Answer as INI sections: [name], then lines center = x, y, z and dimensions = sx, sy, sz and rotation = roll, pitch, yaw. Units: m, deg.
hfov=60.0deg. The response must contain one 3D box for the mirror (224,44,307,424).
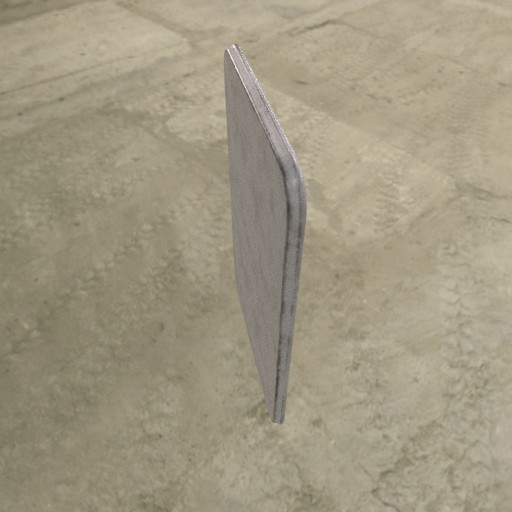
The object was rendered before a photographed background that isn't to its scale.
[mirror]
center = 0.000, 0.000, 0.915
dimensions = 0.024, 0.713, 0.461
rotation = -10, 47, -9
